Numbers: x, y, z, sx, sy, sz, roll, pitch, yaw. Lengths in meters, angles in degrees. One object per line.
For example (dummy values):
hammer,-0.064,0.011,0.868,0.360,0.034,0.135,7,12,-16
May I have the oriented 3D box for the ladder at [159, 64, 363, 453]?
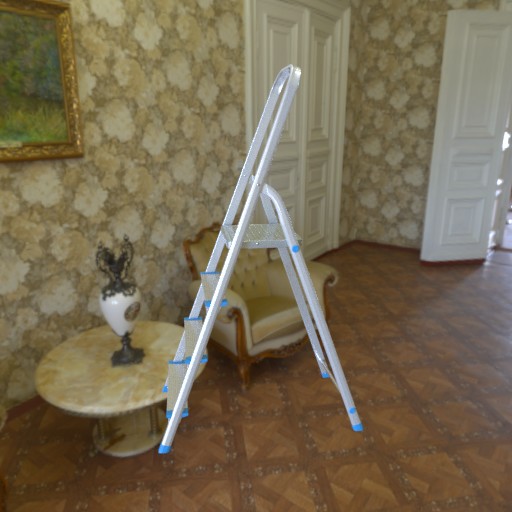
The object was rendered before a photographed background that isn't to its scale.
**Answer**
ladder,0.000,0.000,1.803,0.842,1.434,0.445,-3,16,-9
